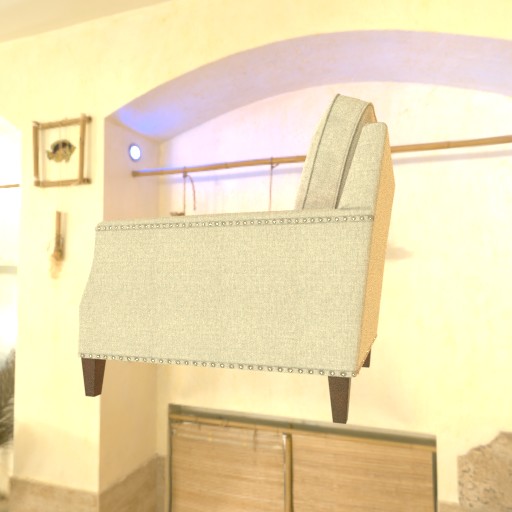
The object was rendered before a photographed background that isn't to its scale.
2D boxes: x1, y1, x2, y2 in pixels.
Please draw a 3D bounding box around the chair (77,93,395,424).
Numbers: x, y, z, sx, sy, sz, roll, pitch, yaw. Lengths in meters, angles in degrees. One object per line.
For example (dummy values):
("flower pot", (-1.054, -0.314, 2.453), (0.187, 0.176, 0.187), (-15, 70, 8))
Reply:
("chair", (0.000, 0.000, 1.709), (1.014, 0.943, 0.853), (-1, -3, 19))
